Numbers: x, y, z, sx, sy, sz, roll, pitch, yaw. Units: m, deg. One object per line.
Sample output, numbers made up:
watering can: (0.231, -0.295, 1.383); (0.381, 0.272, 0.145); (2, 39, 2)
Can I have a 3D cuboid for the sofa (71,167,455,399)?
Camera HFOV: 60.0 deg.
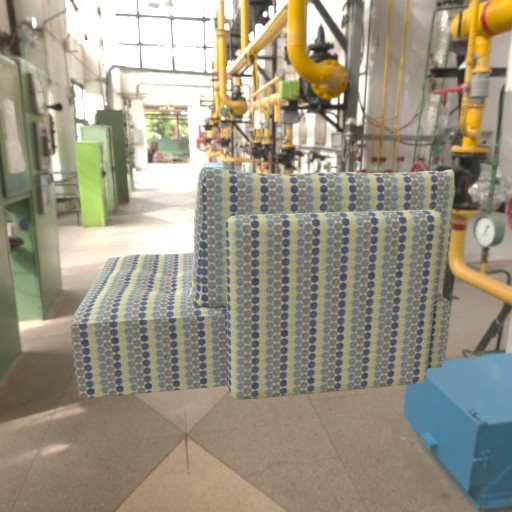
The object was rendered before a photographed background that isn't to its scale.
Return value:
sofa: (0.000, 0.000, 1.975); (1.450, 0.820, 1.000); (-2, 15, -9)
